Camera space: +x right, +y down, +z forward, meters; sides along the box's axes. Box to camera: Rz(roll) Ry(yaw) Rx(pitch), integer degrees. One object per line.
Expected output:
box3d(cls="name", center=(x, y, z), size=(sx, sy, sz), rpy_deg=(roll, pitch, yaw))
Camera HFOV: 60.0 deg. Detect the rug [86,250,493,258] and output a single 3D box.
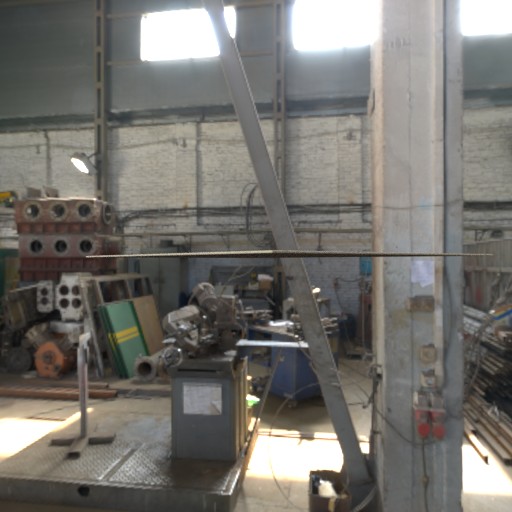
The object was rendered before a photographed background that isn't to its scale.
box3d(cls="rug", center=(0.000, 0.000, 2.307), size=(1.220, 0.007, 1.828), rpy_deg=(0, -1, -36))
